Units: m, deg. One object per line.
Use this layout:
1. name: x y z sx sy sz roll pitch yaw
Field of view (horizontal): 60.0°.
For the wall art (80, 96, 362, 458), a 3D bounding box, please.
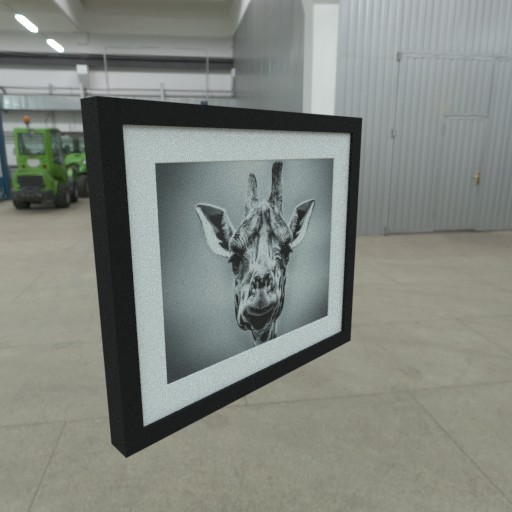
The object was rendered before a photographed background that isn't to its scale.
1. wall art: 0.000 0.000 0.528 0.381 0.330 0.031 -13 19 -43
